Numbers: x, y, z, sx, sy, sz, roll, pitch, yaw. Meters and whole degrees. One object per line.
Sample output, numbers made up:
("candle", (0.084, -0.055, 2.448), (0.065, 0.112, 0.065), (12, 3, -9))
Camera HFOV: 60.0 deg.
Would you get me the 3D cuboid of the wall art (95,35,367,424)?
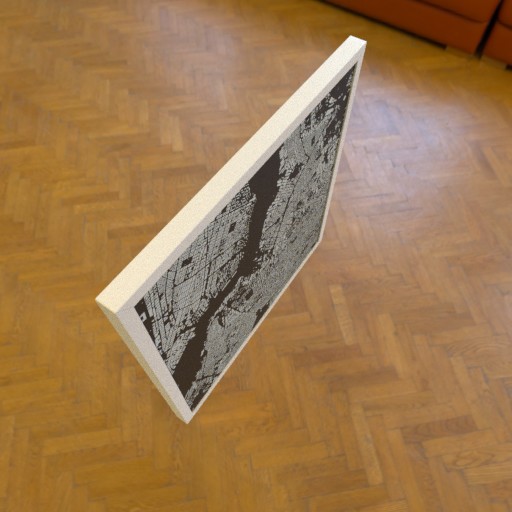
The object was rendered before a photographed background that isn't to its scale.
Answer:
("wall art", (0.000, 0.000, 1.107), (0.050, 0.762, 0.761), (30, 63, 17))
